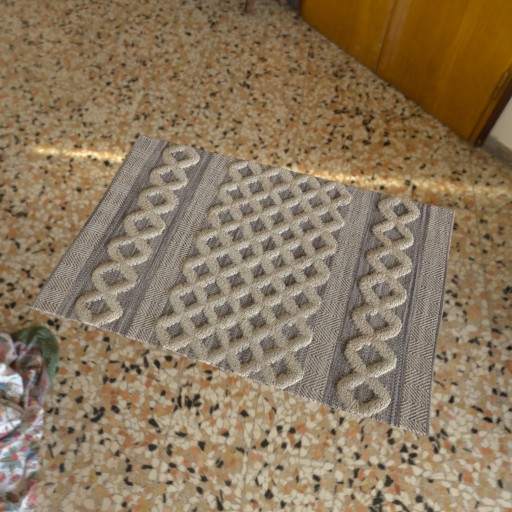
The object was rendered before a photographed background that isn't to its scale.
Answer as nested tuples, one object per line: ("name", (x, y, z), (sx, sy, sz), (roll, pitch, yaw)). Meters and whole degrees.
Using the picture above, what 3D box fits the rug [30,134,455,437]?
("rug", (0.000, 0.000, 2.793), (2.333, 0.033, 1.513), (15, 60, 9))
